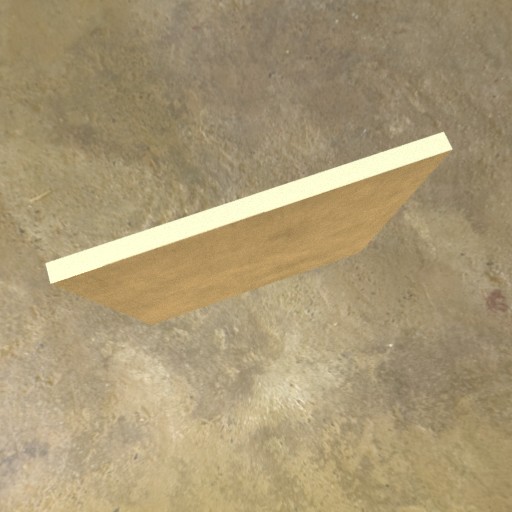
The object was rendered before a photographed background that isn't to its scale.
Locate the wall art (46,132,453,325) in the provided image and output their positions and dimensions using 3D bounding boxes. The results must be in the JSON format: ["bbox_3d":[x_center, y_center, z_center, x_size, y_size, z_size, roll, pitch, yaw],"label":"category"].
[{"bbox_3d":[0.000,0.000,0.695,0.455,0.453,0.023,-19,77,-5],"label":"wall art"}]
